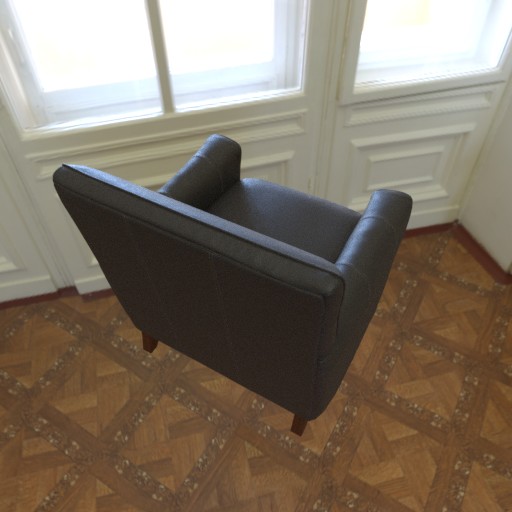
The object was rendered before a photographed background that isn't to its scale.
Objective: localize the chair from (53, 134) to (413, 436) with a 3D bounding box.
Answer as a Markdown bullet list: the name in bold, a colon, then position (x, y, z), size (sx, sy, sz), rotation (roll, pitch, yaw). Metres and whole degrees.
- **chair**: position (0.000, 0.000, 1.596), size (0.870, 0.943, 0.825), rotation (23, 50, 20)
